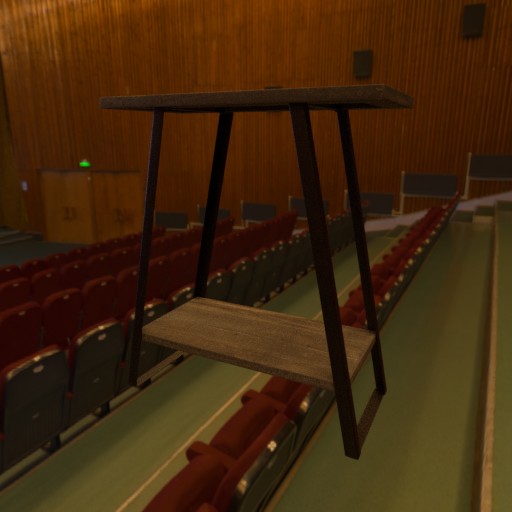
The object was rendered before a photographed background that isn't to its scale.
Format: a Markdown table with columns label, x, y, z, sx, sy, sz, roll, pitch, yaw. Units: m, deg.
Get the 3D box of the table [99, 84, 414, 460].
| label | x | y | z | sx | sy | sz | roll | pitch | yaw |
| --- | --- | --- | --- | --- | --- | --- | --- | --- | --- |
| table | 0.000 | 0.000 | 1.036 | 0.599 | 0.701 | 0.300 | 8 | 17 | 26 |
